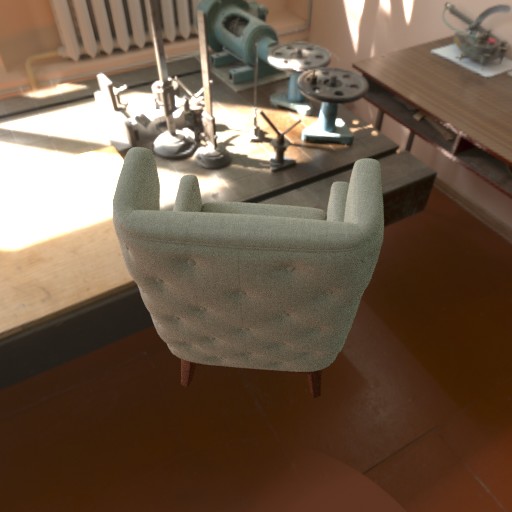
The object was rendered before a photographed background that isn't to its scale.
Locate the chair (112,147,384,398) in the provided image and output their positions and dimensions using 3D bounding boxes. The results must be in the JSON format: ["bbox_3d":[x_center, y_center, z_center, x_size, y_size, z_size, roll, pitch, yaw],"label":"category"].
[{"bbox_3d":[0.000,0.000,1.704,0.778,1.079,0.899,4,46,4],"label":"chair"}]
